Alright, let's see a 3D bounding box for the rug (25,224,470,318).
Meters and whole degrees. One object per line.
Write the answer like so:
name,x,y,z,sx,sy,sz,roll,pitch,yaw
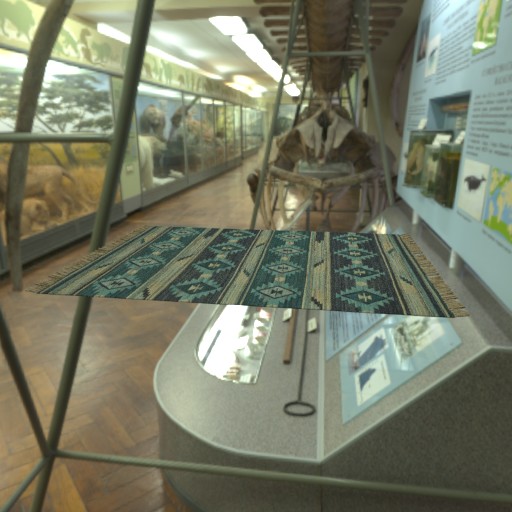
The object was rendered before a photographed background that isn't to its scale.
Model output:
rug,0.000,0.000,4.344,3.307,0.047,2.418,2,17,8
